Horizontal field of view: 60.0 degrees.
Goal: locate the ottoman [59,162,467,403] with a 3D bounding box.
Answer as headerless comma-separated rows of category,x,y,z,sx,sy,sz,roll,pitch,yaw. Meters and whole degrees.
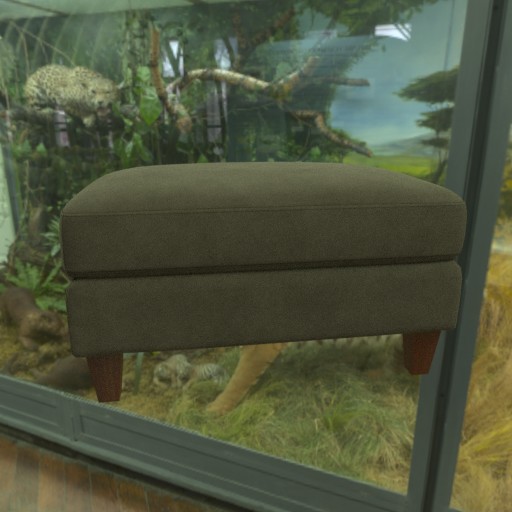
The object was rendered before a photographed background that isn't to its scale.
ottoman,0.000,0.000,1.191,0.864,0.483,0.584,-3,17,-8
